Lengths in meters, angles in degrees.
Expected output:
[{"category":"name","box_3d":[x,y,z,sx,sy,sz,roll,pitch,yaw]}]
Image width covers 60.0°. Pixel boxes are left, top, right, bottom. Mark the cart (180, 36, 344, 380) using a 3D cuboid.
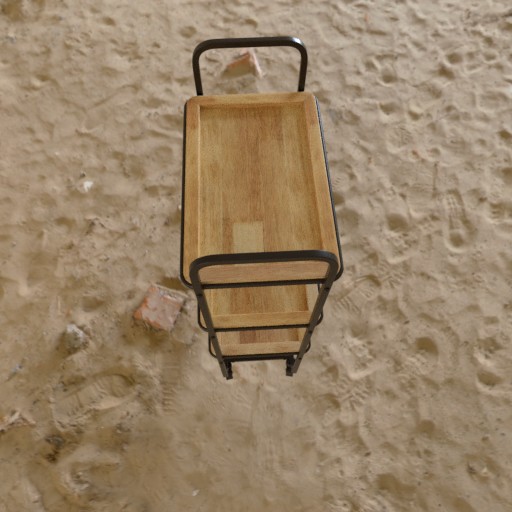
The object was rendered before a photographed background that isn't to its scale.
[{"category":"cart","box_3d":[0.000,0.000,1.315,0.321,1.080,0.545,-3,64,-1]}]
